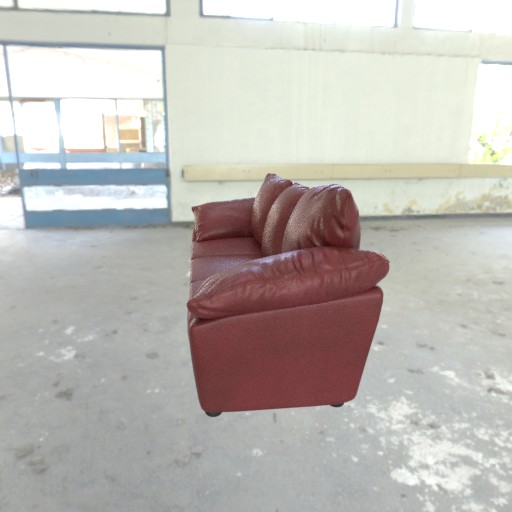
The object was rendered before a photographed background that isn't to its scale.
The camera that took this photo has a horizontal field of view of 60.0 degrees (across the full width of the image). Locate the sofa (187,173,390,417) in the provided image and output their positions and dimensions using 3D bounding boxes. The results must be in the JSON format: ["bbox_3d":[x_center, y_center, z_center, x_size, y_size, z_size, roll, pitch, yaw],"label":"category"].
[{"bbox_3d":[0.000,0.000,2.968,0.907,1.091,2.390,-2,14,-7],"label":"sofa"}]
